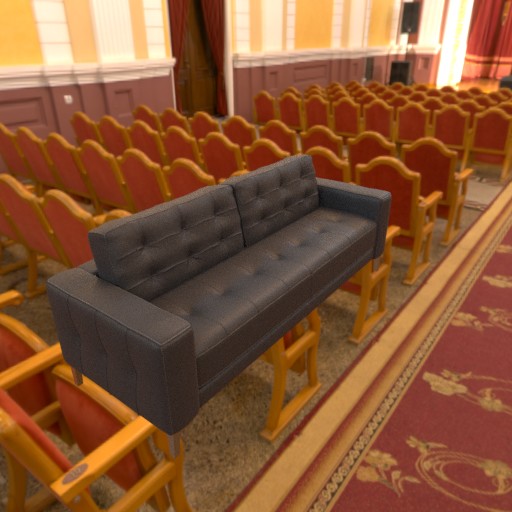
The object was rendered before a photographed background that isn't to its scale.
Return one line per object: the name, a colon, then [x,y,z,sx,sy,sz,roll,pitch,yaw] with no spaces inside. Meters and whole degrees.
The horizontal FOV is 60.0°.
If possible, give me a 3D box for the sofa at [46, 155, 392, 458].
sofa: [0.000,0.000,2.746,0.833,0.893,2.275,19,32,33]
